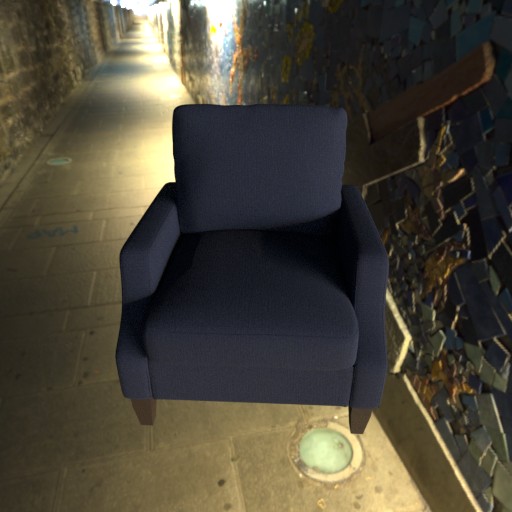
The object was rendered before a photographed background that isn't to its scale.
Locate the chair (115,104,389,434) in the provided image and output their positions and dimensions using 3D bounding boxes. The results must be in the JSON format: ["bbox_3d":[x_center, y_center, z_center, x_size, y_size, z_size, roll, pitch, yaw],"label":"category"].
[{"bbox_3d":[0.000,0.000,1.650,0.855,0.991,0.897,1,29,2],"label":"chair"}]
